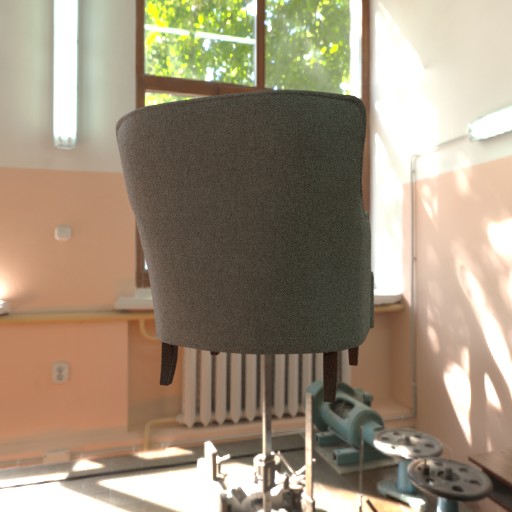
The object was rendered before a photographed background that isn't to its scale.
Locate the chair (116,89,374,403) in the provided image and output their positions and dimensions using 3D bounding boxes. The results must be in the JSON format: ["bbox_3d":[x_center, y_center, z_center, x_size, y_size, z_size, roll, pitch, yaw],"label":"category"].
[{"bbox_3d":[0.000,0.000,1.614,0.820,0.920,0.910,0,0,19],"label":"chair"}]
